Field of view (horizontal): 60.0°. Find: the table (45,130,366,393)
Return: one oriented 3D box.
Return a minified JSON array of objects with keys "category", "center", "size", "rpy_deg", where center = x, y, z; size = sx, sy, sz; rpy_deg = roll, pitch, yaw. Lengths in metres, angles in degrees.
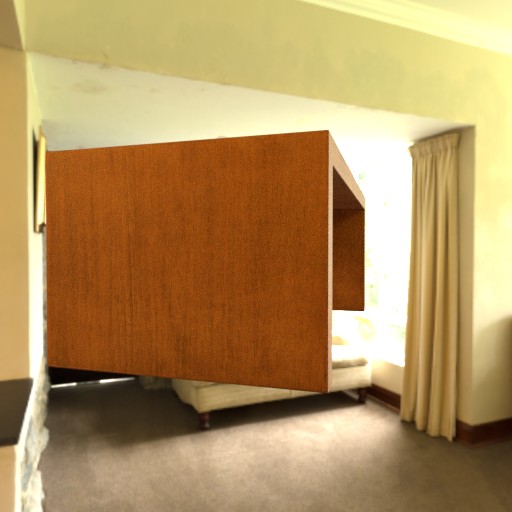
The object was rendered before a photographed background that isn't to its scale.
[{"category":"table","center":[0.000,0.000,1.260],"size":[0.549,0.419,1.000],"rpy_deg":[0,1,17]}]
